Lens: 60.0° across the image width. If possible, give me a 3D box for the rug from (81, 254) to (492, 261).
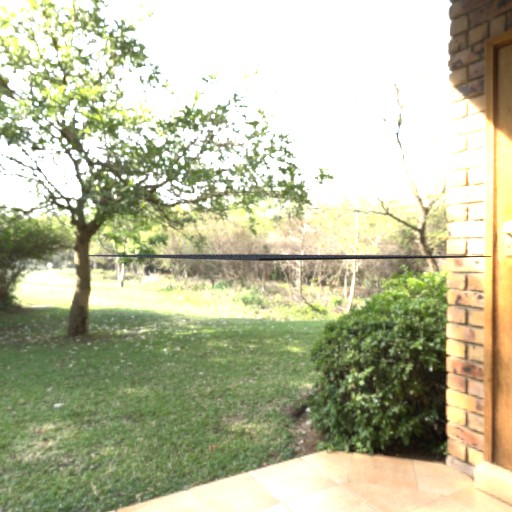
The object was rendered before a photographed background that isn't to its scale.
[{"bbox_3d":[0.000,0.000,2.877,1.600,0.008,2.235,0,1,-36],"label":"rug"}]
